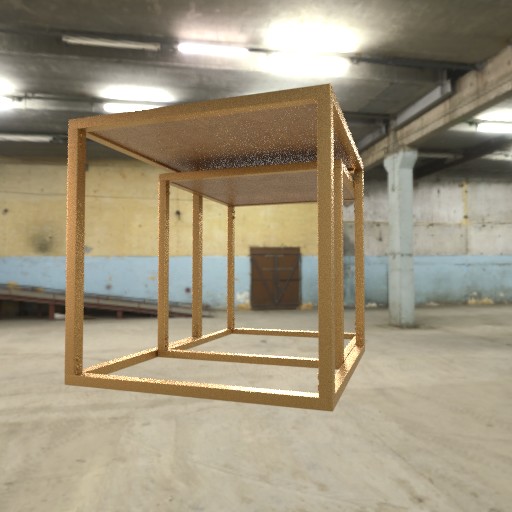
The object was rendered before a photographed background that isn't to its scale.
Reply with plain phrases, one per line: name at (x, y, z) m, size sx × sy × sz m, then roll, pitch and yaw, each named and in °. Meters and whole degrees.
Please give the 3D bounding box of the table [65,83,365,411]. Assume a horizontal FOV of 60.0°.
table at (0.000, 0.000, 1.119) m, size 0.505 × 0.505 × 0.762 m, roll -1°, pitch -2°, yaw 19°
